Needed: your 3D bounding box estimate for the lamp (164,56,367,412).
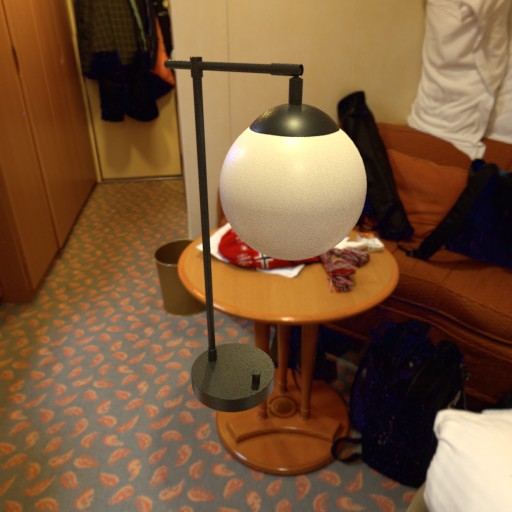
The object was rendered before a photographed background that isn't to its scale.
[{"bbox_3d":[0.000,0.000,0.686,0.316,0.559,0.197,17,31,30],"label":"lamp"}]
